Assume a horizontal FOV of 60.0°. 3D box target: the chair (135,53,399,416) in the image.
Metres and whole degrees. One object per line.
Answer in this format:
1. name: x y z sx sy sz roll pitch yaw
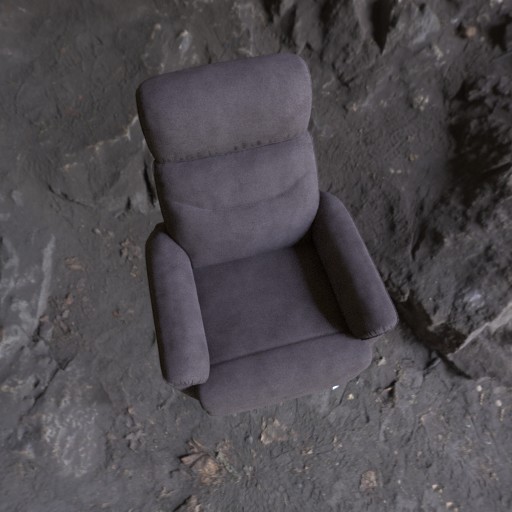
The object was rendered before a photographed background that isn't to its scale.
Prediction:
1. chair: 0.000 0.000 1.703 0.830 1.036 1.009 -13 64 -6
